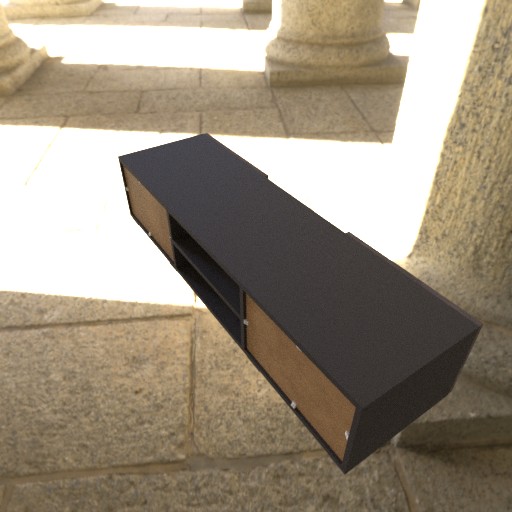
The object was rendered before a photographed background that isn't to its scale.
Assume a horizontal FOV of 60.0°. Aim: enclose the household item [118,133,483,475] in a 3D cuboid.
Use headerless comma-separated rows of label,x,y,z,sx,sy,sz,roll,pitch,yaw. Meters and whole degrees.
household item,0.000,0.000,1.557,0.420,0.310,1.400,-23,44,-26
